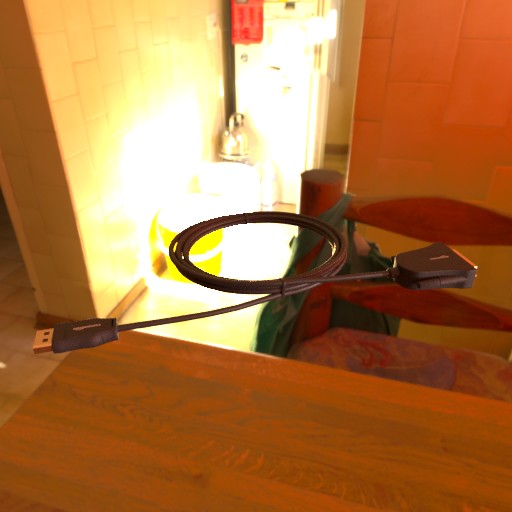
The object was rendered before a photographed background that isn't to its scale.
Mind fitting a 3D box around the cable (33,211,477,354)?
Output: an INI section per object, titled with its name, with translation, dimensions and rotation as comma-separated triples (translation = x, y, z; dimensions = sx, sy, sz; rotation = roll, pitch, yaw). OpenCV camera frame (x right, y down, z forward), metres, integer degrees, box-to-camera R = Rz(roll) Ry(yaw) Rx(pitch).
[cable]
translation = 0.000, 0.000, 0.323
dimensions = 0.281, 0.015, 0.136
rotation = -8, 31, -13
